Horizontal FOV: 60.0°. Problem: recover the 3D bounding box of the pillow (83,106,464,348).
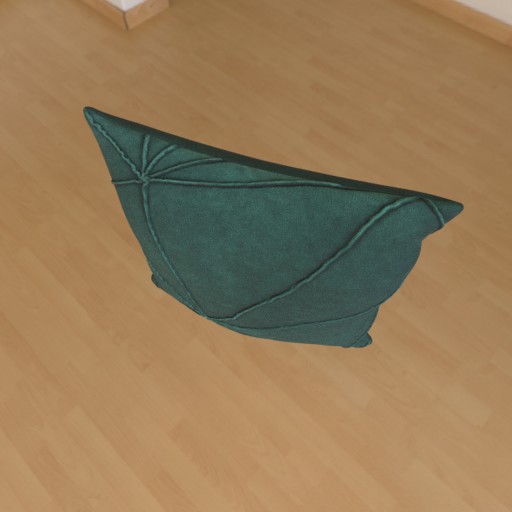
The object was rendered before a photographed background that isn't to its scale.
[{"bbox_3d":[0.000,0.000,0.658,0.439,0.440,0.184,16,61,9],"label":"pillow"}]
